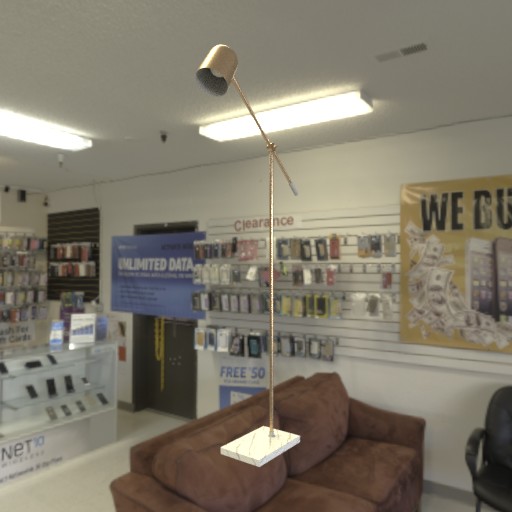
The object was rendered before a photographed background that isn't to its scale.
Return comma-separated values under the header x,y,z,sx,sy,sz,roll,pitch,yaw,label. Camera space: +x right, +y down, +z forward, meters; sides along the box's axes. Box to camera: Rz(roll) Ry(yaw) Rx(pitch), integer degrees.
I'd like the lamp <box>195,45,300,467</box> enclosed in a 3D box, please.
x,y,z,sx,sy,sz,roll,pitch,yaw,label
0.000,0.000,1.827,0.194,1.594,0.653,-1,-1,37,lamp
